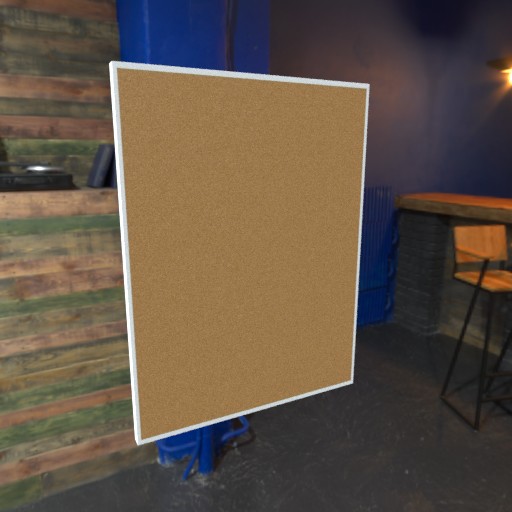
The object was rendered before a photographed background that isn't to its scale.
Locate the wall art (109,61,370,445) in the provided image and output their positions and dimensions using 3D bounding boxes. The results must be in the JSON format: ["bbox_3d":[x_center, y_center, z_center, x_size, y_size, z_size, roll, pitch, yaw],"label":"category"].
[{"bbox_3d":[0.000,0.000,1.372,0.795,1.050,0.039,-7,15,-26],"label":"wall art"}]
